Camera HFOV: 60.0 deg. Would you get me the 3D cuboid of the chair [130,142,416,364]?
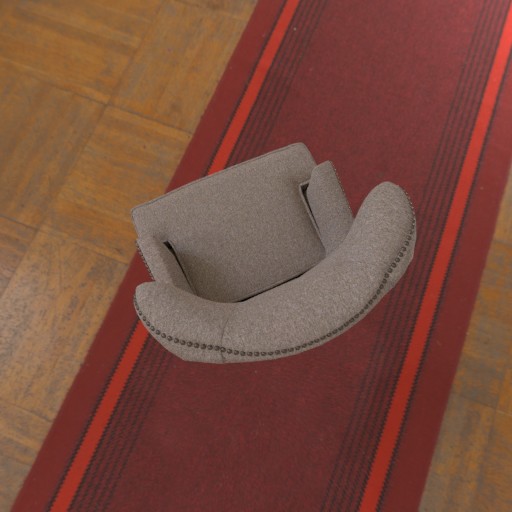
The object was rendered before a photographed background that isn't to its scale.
[{"bbox_3d":[0.000,0.000,1.613,0.759,1.060,0.758,-23,77,-6],"label":"chair"}]
